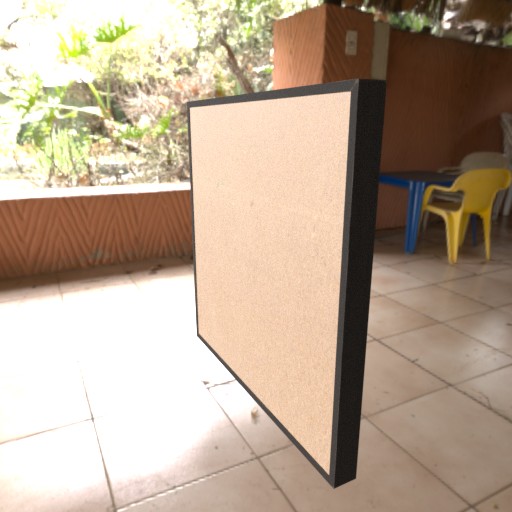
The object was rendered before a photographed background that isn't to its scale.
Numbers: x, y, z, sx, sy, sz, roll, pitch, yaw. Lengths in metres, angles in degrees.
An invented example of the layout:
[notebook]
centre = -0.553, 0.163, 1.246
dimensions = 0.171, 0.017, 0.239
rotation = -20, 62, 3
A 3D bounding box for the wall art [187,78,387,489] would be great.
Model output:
[wall art]
centre = 0.000, 0.000, 0.740
dimensions = 0.038, 0.508, 0.508
rotation = -9, 18, -27
